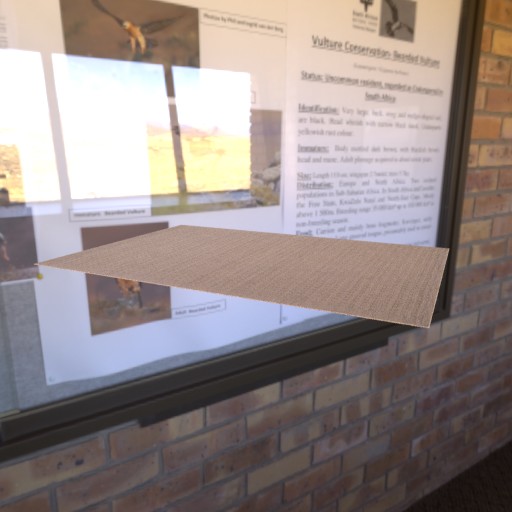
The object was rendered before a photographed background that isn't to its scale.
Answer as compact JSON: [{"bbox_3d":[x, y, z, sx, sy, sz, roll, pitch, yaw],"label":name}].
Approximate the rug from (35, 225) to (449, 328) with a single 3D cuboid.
[{"bbox_3d":[0.000,0.000,3.722,2.895,0.006,1.981,7,15,25],"label":"rug"}]
